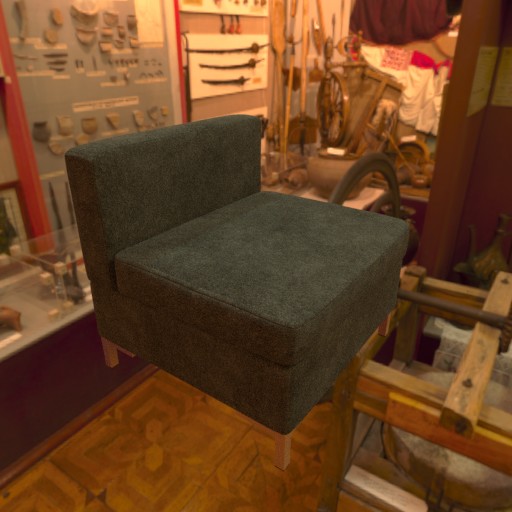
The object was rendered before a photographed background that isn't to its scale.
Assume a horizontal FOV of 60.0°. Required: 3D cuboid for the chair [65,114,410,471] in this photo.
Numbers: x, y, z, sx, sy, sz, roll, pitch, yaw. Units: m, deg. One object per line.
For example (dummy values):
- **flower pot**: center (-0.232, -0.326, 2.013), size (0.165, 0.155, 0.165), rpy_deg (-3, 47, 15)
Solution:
- **chair**: center (0.000, 0.000, 1.248), size (0.680, 0.660, 0.680), rpy_deg (17, 31, 32)
